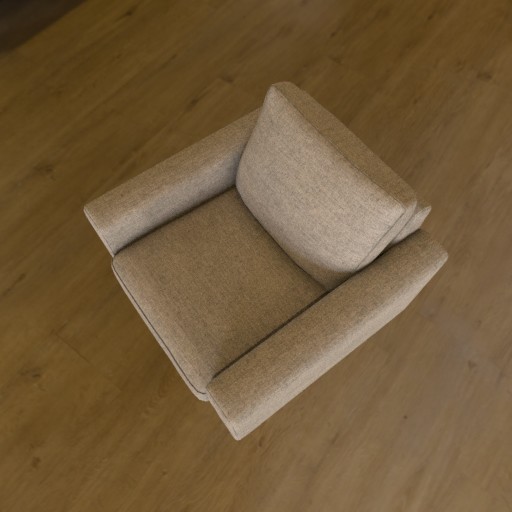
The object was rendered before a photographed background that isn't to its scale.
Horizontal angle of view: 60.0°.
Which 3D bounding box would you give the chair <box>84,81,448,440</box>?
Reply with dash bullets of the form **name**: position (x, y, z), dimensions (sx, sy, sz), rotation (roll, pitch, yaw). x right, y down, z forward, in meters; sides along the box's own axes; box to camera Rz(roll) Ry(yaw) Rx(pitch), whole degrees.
- **chair**: position (0.000, 0.000, 1.852), dimensions (1.038, 1.010, 1.024), rotation (-34, 68, -16)
